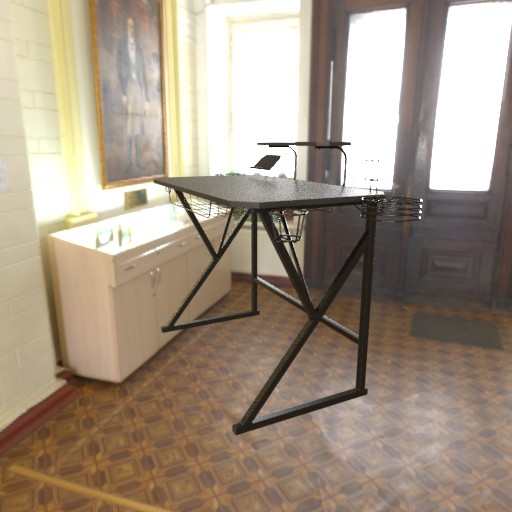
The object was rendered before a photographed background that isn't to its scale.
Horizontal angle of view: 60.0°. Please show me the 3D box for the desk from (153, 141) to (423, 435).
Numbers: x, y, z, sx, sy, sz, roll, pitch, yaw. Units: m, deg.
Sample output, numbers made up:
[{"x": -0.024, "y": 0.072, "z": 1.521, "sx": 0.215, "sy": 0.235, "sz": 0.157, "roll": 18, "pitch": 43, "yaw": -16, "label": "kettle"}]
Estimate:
[{"x": 0.000, "y": 0.000, "z": 1.764, "sx": 0.580, "sy": 0.880, "sz": 1.290, "roll": -7, "pitch": 16, "yaw": -26, "label": "desk"}]
